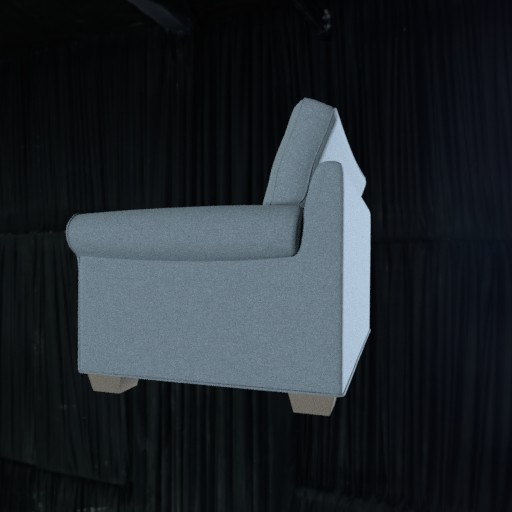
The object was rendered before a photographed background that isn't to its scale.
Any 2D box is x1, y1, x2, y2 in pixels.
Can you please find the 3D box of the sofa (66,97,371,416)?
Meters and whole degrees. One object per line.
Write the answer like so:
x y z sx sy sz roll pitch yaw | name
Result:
0.000 0.000 2.016 0.940 0.953 1.410 0 0 18 | sofa
